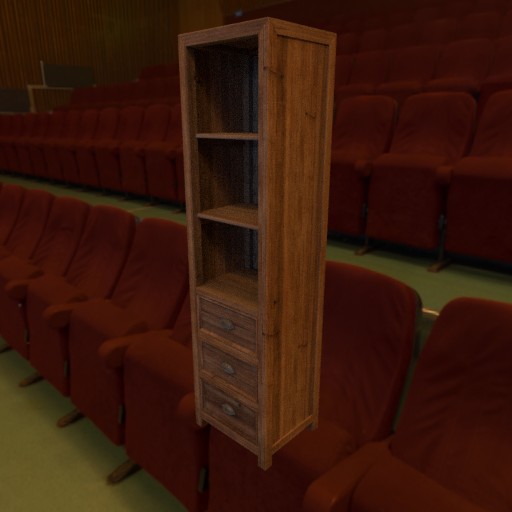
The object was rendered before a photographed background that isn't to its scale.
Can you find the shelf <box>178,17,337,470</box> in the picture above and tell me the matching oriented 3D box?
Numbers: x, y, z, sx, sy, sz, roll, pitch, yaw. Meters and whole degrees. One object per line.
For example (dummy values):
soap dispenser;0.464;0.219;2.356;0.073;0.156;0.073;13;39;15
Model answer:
shelf;0.000;0.000;2.095;0.500;1.900;0.428;15;23;41
